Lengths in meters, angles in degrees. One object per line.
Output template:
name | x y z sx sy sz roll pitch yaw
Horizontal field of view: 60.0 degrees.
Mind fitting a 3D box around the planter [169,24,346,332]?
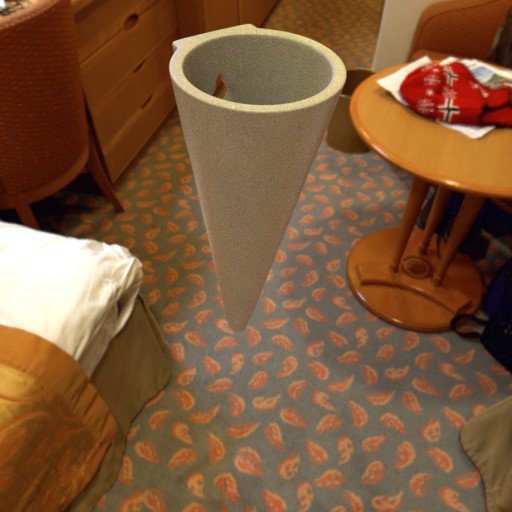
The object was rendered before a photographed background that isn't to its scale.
planter | 0.000 0.000 0.219 0.057 0.191 0.064 -24 52 -21
